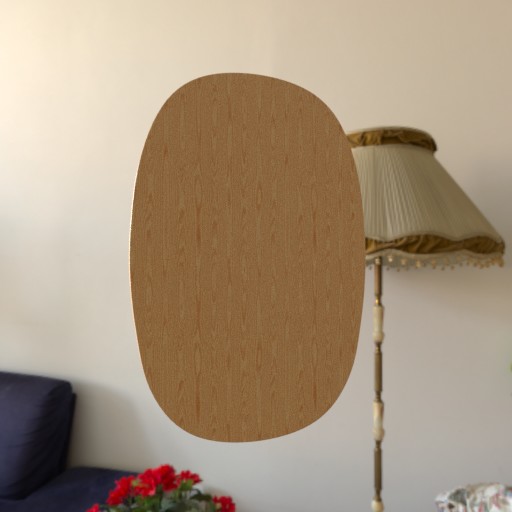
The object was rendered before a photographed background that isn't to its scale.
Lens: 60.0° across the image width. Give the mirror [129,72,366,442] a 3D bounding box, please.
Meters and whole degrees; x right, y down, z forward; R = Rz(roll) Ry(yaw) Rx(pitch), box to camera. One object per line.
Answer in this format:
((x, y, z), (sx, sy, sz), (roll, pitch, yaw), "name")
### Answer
((0.000, 0.000, 1.315), (0.724, 1.075, 0.037), (0, -2, -18), "mirror")
